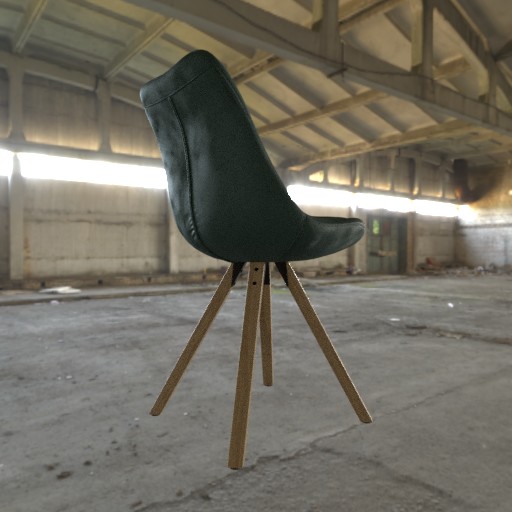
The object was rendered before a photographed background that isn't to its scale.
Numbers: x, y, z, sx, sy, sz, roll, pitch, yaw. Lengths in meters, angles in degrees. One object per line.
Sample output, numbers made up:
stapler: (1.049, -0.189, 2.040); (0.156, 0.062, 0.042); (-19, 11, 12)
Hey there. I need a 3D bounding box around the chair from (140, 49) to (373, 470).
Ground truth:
chair: (0.000, 0.000, 1.181); (0.547, 0.865, 0.483); (0, 1, -38)
